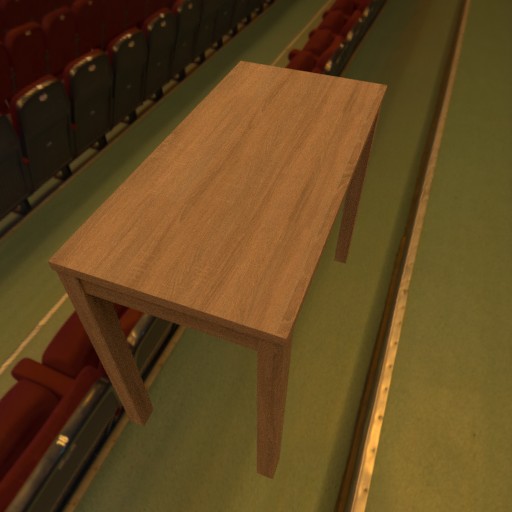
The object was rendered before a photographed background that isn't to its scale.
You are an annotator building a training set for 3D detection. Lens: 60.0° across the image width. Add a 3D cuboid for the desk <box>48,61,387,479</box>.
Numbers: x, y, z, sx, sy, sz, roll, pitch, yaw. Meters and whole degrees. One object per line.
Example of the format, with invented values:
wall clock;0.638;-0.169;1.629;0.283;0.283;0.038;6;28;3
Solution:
desk;0.000;0.000;1.404;0.495;0.762;0.991;16;49;14
